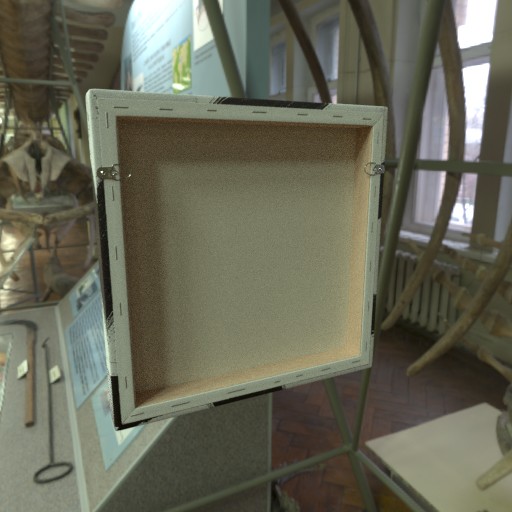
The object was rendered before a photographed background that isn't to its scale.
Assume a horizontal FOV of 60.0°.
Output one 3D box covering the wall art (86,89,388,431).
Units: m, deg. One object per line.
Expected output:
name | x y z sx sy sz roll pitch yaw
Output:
wall art | 0.000 0.000 0.761 0.507 0.508 0.050 -6 14 -25
